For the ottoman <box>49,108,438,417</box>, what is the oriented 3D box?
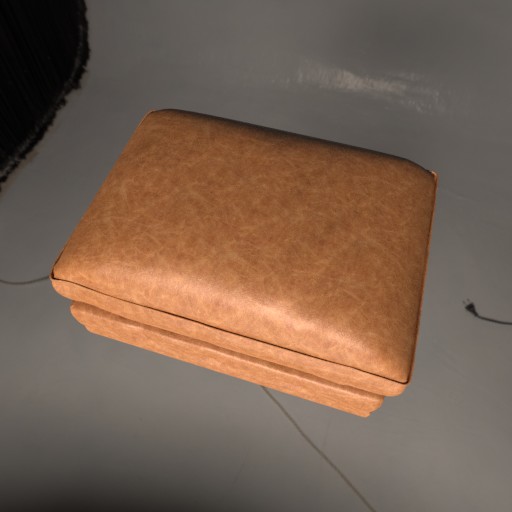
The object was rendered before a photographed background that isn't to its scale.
[{"bbox_3d":[0.000,0.000,1.058,0.710,0.480,0.533,15,61,9],"label":"ottoman"}]
